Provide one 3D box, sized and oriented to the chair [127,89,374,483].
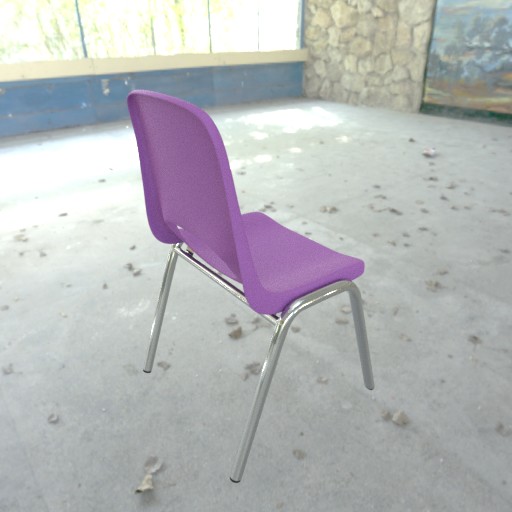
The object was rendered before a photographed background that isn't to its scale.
[{"bbox_3d":[0.000,0.000,0.674,0.301,0.493,0.291,-20,33,-33],"label":"chair"}]
